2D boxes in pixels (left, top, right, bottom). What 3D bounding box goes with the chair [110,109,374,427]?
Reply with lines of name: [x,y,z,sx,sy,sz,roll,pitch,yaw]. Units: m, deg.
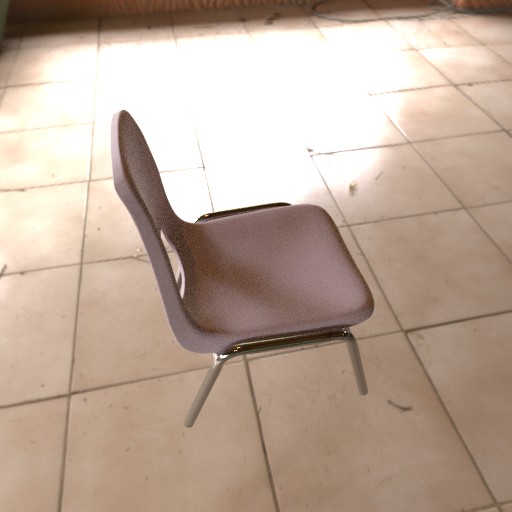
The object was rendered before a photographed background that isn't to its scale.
chair: [0.000,0.000,0.789,0.385,0.536,0.354,-9,46,-9]
